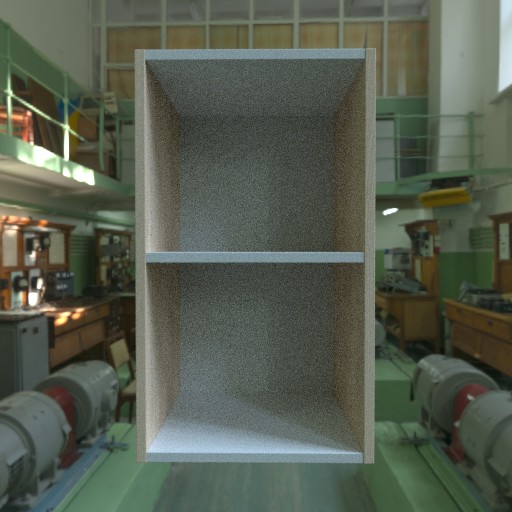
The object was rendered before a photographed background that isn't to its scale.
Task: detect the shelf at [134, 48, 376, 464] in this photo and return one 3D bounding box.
[{"bbox_3d":[0.000,0.000,0.787,0.350,0.600,0.290,0,1,1],"label":"shelf"}]
